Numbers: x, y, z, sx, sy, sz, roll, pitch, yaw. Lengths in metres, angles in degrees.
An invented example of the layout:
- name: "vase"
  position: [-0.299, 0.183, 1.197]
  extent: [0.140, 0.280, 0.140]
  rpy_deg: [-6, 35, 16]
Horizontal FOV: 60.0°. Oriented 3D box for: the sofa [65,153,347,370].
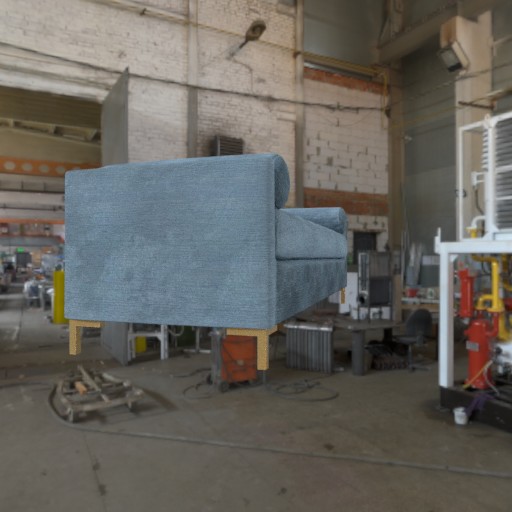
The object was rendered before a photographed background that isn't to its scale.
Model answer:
- name: "sofa"
  position: [0.000, 0.000, 2.445]
  extent: [0.796, 0.705, 2.102]
  rpy_deg: [0, 0, 18]
